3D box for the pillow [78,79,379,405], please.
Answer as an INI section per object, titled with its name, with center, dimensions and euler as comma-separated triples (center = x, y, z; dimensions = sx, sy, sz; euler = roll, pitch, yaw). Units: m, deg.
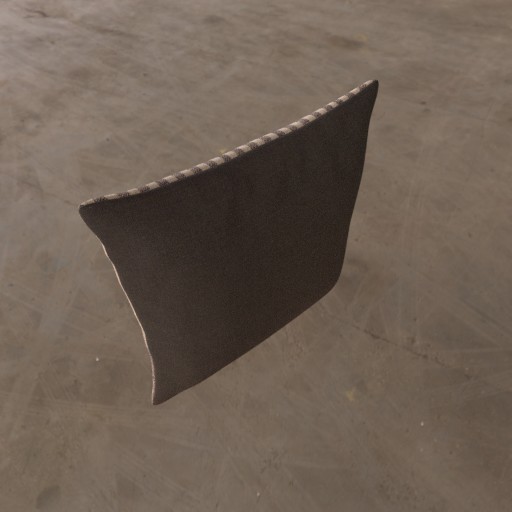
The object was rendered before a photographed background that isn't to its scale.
[pillow]
center = 0.000, 0.000, 0.792
dimensions = 0.523, 0.506, 0.166
euler = -31, 53, -26
